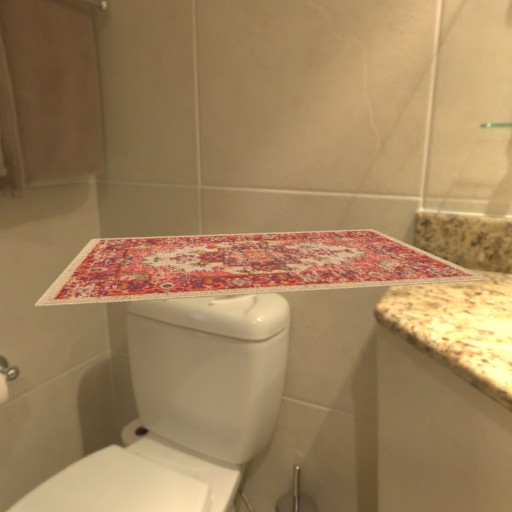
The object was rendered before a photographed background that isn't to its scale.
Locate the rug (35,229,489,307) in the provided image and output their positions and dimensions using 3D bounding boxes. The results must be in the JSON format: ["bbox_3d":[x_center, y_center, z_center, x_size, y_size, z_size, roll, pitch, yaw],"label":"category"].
[{"bbox_3d":[0.000,0.000,1.091,0.868,0.004,0.556,-3,14,-10],"label":"rug"}]
